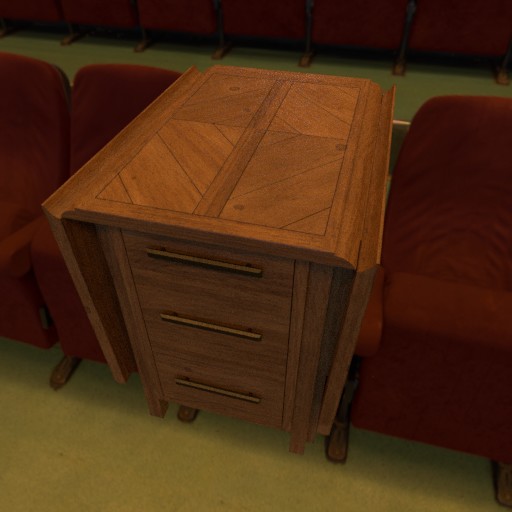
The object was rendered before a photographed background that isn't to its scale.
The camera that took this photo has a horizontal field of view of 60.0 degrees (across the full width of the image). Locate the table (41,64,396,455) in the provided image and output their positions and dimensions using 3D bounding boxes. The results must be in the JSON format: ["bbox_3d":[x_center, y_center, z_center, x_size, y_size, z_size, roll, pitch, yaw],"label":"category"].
[{"bbox_3d":[0.000,0.000,1.247,0.591,0.763,0.746,10,43,11],"label":"table"}]
